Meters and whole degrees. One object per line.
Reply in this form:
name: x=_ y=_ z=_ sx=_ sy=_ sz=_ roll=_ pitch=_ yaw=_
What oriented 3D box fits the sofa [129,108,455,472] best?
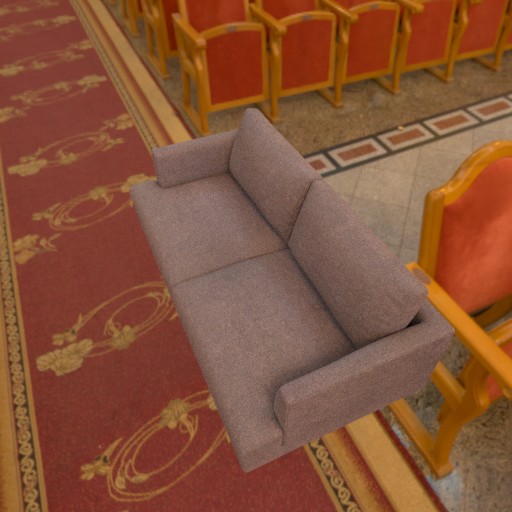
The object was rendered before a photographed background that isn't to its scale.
sofa: x=0.000 y=0.000 z=2.516 sx=1.020 sy=0.868 sz=1.948 roll=-18 pitch=49 yaw=-17
